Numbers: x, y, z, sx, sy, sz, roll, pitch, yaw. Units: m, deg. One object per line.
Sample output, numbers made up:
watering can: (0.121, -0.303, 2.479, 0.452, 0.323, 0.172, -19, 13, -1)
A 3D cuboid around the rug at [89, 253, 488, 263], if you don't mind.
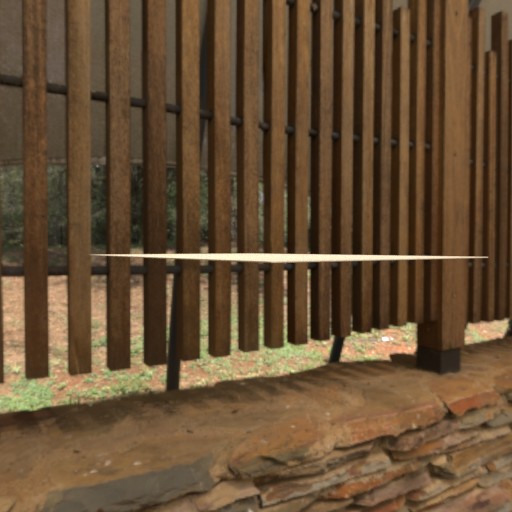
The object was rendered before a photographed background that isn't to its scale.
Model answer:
rug: (0.000, 0.000, 2.926, 1.523, 0.006, 2.289, -1, 1, -36)
